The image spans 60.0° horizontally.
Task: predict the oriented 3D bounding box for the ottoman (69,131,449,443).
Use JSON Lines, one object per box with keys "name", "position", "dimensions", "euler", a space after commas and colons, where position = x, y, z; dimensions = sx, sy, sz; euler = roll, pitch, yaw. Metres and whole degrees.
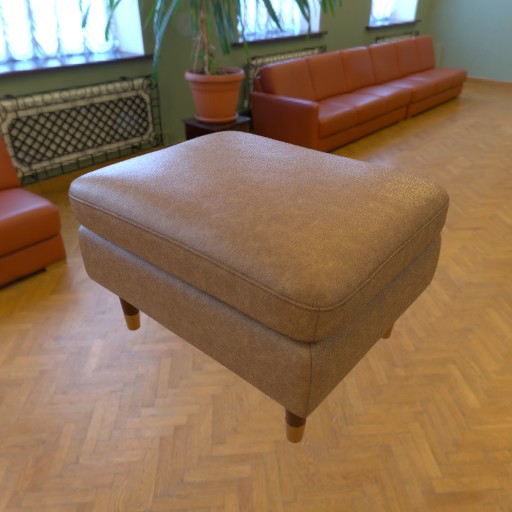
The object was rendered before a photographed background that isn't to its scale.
{"name": "ottoman", "position": [0.000, 0.000, 1.106], "dimensions": [0.747, 0.478, 0.593], "euler": [23, 38, 33]}
